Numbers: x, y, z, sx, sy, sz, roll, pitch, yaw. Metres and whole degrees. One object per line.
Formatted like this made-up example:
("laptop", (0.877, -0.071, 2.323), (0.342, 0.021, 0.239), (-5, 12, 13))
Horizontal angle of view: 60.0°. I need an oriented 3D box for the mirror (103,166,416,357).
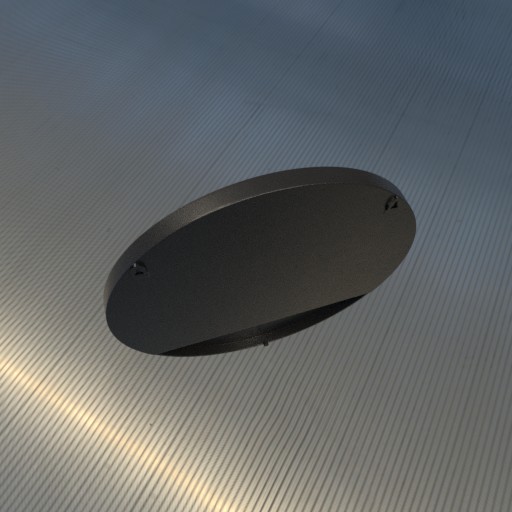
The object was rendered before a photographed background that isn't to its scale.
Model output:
("mirror", (0.000, 0.000, 0.683), (0.457, 0.457, 0.133), (-15, 60, -9))
